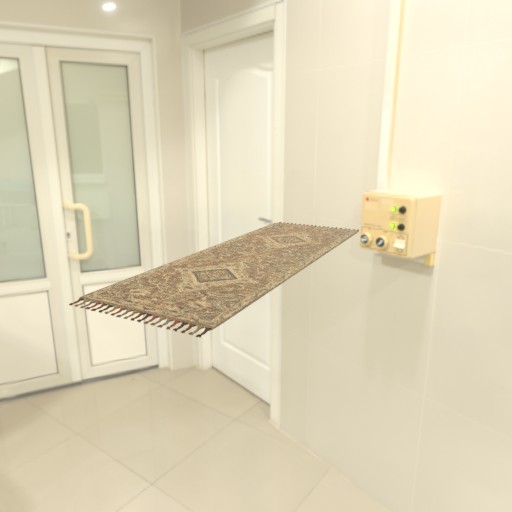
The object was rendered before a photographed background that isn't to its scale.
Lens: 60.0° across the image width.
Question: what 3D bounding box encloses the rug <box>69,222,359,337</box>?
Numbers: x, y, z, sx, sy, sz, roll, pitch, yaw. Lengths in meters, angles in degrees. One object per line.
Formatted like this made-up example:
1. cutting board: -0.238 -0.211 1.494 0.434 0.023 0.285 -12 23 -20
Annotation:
1. rug: 0.000 0.000 2.801 1.324 0.018 2.378 14 20 42
